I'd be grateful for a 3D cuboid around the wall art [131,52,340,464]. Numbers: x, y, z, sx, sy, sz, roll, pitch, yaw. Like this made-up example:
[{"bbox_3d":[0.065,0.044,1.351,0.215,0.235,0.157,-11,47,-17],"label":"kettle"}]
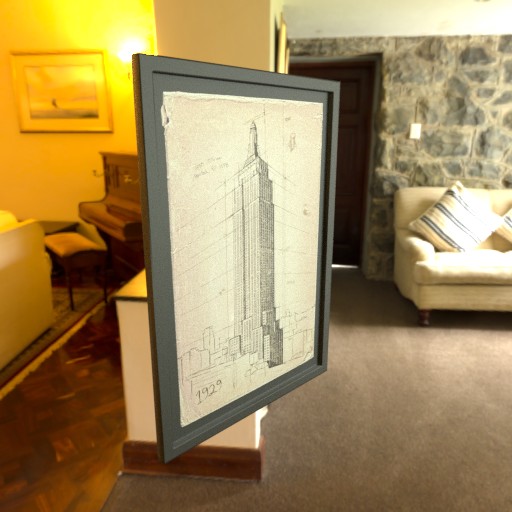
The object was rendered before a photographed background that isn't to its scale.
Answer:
[{"bbox_3d":[0.000,0.000,0.554,0.303,0.431,0.013,-14,20,-42],"label":"wall art"}]
